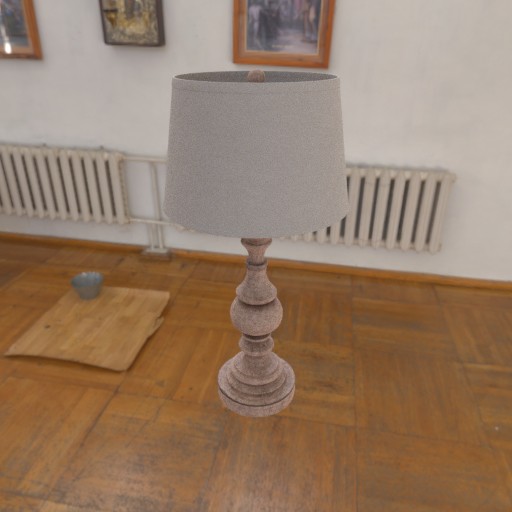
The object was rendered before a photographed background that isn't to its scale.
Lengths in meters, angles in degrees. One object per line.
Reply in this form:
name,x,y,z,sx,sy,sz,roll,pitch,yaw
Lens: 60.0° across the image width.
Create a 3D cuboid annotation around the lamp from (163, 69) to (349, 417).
lamp,0.000,0.000,0.870,0.340,0.678,0.340,0,26,0
